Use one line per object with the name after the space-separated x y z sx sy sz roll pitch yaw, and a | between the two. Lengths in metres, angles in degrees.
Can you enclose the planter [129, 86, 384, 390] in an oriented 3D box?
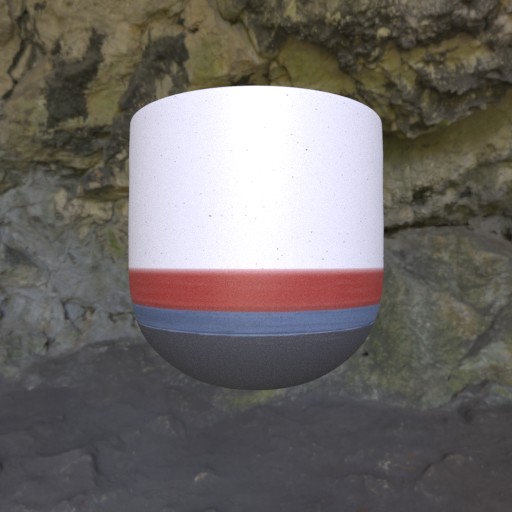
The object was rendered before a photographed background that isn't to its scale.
0.000 0.000 0.485 0.268 0.270 0.268 0 -1 0 | planter
